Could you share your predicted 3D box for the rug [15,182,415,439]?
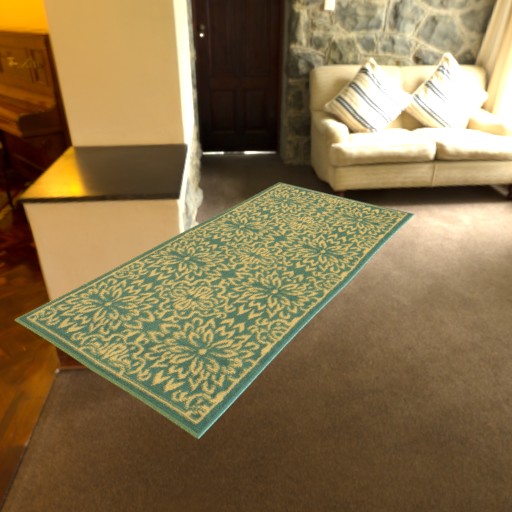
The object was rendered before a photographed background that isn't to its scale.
[{"bbox_3d":[0.000,0.000,1.379,0.604,0.007,1.219,19,34,30],"label":"rug"}]
